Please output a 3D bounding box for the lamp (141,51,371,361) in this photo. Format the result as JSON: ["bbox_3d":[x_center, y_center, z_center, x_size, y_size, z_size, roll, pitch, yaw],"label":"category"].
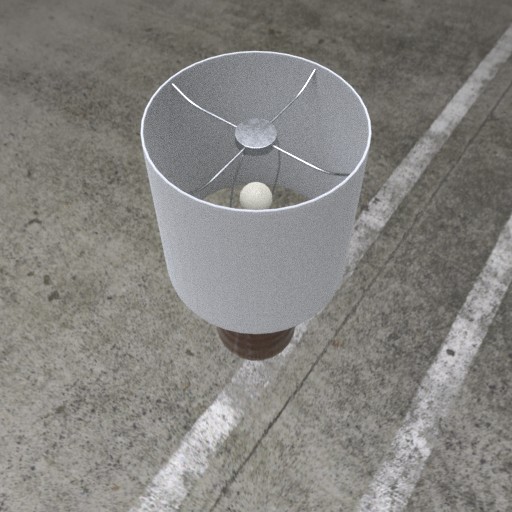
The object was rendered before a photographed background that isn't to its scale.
[{"bbox_3d":[0.000,0.000,0.474,0.186,0.369,0.186,0,58,0],"label":"lamp"}]
